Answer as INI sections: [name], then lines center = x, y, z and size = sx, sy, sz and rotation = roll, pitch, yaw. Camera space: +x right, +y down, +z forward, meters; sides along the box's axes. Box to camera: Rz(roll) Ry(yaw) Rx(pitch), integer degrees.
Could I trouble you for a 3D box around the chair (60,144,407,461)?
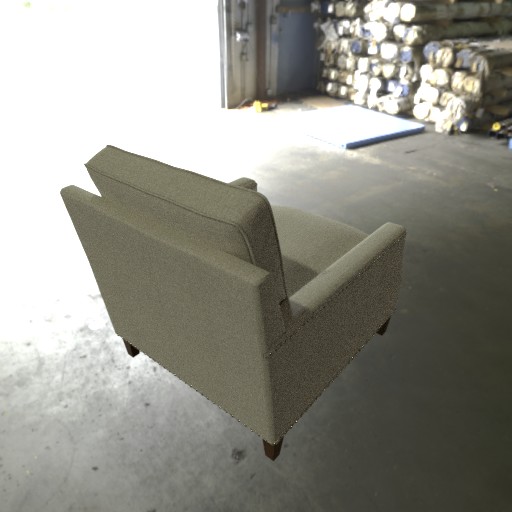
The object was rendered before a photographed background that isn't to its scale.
[chair]
center = 0.000, 0.000, 1.721
size = 0.853, 0.943, 1.014
rotation = 23, 38, 33
